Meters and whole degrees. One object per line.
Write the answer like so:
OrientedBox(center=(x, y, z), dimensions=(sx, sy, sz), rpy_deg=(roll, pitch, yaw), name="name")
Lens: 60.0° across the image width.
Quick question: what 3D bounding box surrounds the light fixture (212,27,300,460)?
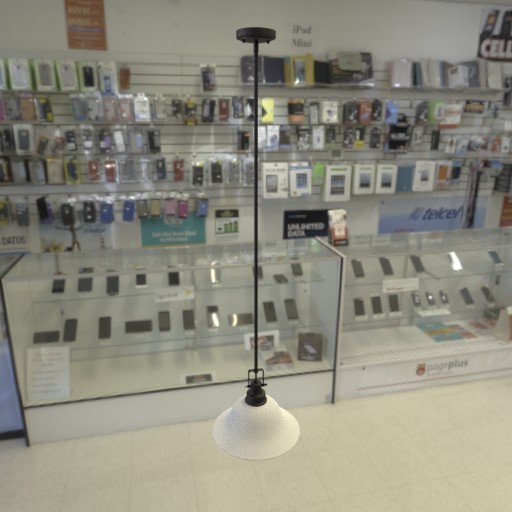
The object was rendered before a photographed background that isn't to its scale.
OrientedBox(center=(0.000, 0.000, 1.454), dimensions=(0.324, 1.337, 0.324), rpy_deg=(-3, 17, -10), name="light fixture")
